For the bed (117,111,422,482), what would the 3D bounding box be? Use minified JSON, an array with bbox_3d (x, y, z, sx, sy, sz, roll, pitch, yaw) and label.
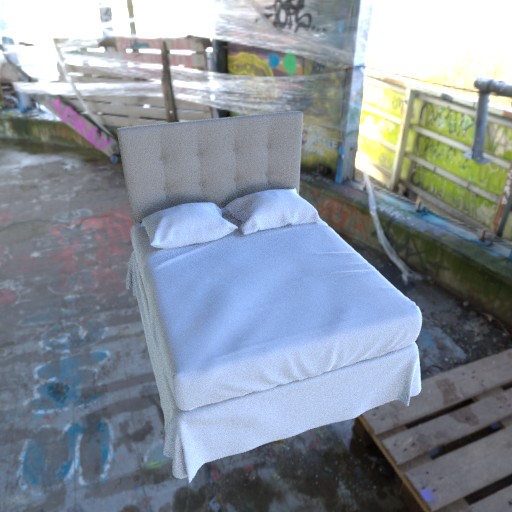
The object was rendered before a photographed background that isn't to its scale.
[{"bbox_3d":[0.000,0.000,3.380,1.936,1.577,2.222,-11,34,-17],"label":"bed"}]
